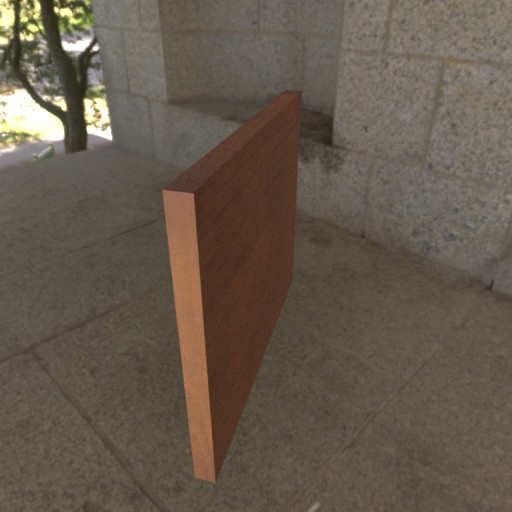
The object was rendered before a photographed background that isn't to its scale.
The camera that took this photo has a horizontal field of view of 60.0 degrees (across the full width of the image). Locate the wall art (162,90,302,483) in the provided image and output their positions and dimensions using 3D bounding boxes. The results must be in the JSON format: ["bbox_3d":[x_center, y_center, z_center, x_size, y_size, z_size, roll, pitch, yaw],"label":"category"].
[{"bbox_3d":[0.000,0.000,0.774,0.033,0.457,0.558,8,31,13],"label":"wall art"}]
